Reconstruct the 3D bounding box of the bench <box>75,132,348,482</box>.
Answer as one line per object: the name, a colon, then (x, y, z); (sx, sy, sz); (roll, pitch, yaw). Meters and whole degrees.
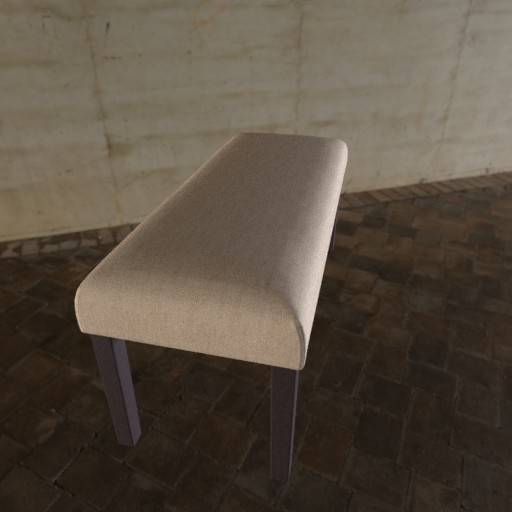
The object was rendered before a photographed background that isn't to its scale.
bench: (0.000, 0.000, 1.226); (0.407, 0.456, 1.013); (7, 31, 12)
